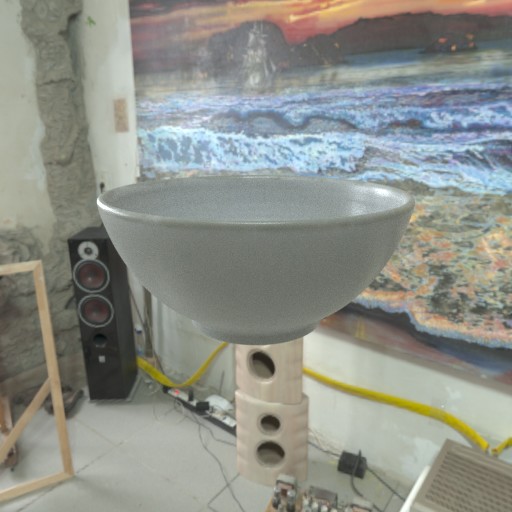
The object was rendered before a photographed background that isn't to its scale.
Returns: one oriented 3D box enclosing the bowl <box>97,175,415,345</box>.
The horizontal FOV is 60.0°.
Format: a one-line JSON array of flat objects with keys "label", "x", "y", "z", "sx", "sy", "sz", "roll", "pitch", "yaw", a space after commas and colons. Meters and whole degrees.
[{"label": "bowl", "x": 0.000, "y": 0.000, "z": 0.411, "sx": 0.268, "sy": 0.121, "sz": 0.268, "roll": 0, "pitch": 16, "yaw": 0}]
